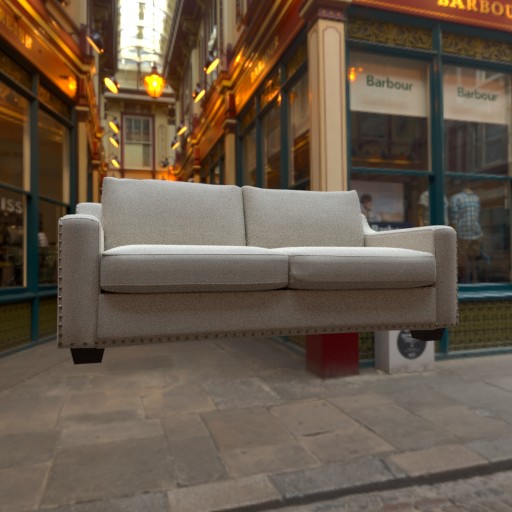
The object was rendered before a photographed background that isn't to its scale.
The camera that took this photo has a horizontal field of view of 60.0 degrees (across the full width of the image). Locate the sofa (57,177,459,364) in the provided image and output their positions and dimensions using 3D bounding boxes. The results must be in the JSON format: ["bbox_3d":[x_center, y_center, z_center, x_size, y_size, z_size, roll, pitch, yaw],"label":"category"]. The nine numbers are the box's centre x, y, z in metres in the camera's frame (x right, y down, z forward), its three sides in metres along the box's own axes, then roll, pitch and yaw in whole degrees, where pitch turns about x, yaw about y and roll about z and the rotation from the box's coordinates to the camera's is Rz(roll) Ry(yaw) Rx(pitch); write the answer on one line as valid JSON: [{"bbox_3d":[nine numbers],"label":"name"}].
[{"bbox_3d":[0.000,0.000,2.693,2.107,0.983,1.104,0,-1,-18],"label":"sofa"}]
